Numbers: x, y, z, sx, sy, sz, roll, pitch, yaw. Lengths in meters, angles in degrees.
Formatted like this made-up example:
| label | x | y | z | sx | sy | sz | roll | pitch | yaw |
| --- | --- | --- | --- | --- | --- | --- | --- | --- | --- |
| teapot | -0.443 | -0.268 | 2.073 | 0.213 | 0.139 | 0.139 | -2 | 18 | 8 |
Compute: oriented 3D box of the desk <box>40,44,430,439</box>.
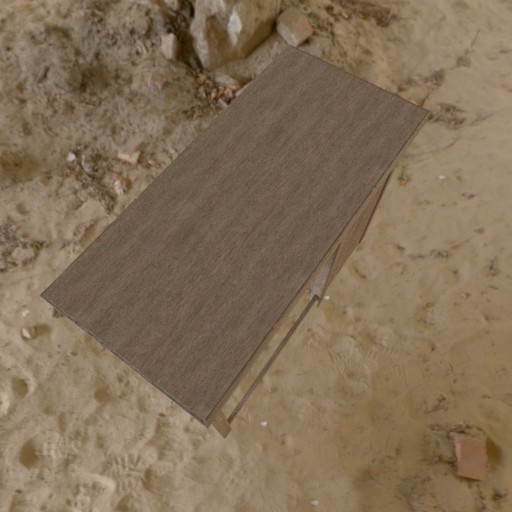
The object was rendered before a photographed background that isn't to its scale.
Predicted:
| label | x | y | z | sx | sy | sz | roll | pitch | yaw |
| --- | --- | --- | --- | --- | --- | --- | --- | --- | --- |
| desk | 0.000 | 0.000 | 1.827 | 0.610 | 0.912 | 1.289 | 33 | 68 | 15 |
